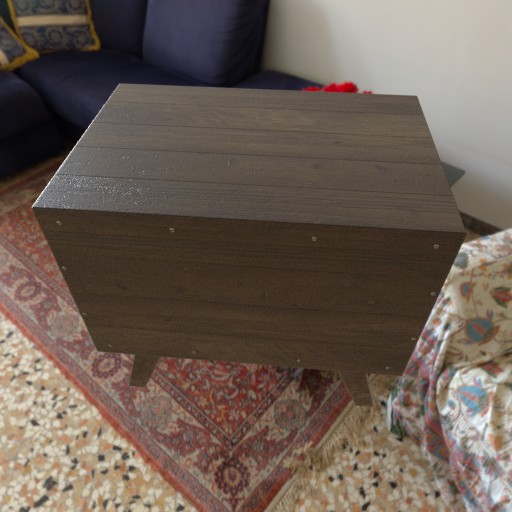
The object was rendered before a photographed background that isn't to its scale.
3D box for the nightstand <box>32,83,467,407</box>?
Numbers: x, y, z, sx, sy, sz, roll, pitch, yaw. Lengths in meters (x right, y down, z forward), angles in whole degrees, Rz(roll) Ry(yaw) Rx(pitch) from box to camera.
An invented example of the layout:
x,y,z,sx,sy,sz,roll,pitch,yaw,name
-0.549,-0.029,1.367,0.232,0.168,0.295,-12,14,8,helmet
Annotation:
x,y,z,sx,sy,sz,roll,pitch,yaw,name
0.000,0.000,1.026,0.650,0.599,0.450,4,45,4,nightstand
